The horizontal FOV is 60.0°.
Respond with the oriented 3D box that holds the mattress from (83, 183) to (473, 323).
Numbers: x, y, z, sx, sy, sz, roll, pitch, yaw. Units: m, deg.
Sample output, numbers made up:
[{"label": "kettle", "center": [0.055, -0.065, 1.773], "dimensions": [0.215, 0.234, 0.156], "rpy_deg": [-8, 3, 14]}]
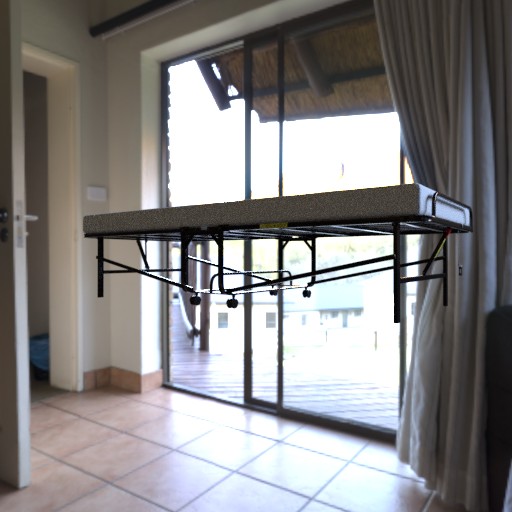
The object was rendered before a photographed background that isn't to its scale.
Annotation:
[{"label": "mattress", "center": [0.000, 0.000, 2.543], "dimensions": [2.153, 0.519, 0.922], "rpy_deg": [0, 0, 36]}]
